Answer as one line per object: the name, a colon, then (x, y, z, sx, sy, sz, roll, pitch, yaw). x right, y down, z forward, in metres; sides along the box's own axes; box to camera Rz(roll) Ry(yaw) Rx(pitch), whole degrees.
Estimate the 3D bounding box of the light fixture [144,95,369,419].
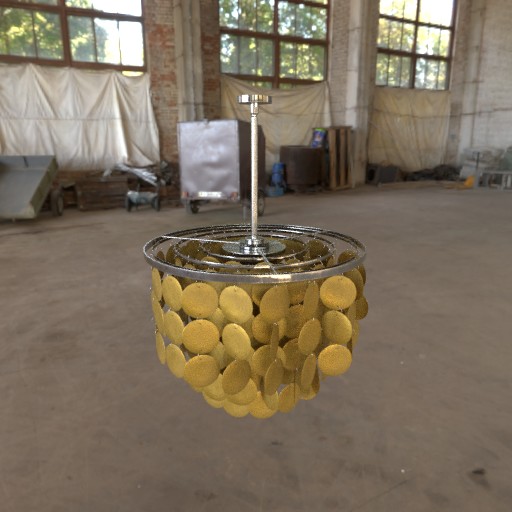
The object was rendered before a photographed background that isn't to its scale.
light fixture: (0.000, 0.000, 0.723, 0.368, 0.492, 0.368, 0, 15, 0)
